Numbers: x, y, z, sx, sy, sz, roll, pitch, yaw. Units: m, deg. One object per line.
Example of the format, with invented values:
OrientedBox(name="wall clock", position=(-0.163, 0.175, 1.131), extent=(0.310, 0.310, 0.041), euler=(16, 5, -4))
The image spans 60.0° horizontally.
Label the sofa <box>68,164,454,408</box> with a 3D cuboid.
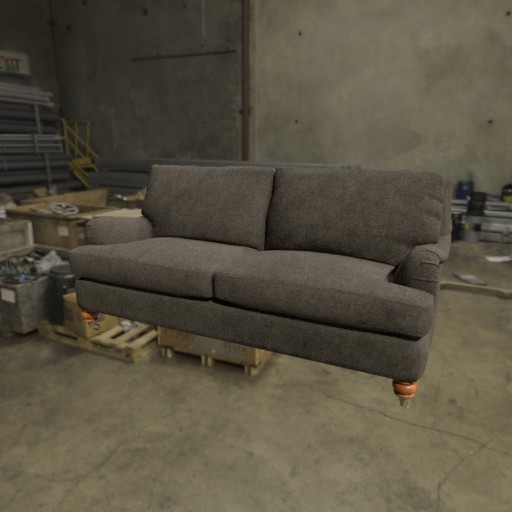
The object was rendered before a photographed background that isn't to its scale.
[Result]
OrientedBox(name="sofa", position=(0.000, 0.000, 2.736), extent=(2.160, 1.054, 1.087), euler=(7, 16, 26))
